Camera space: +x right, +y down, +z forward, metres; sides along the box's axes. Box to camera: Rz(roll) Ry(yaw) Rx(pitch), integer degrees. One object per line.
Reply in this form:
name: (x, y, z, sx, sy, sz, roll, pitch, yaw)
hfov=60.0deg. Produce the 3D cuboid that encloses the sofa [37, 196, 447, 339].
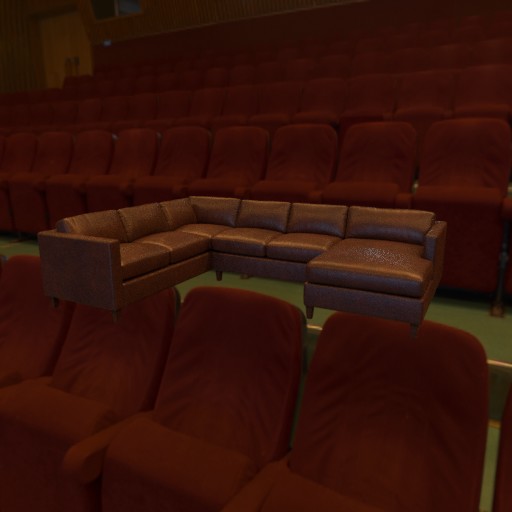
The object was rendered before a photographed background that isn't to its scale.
sofa: (0.000, 0.000, 4.482, 3.324, 0.891, 2.452, 7, 15, 27)
